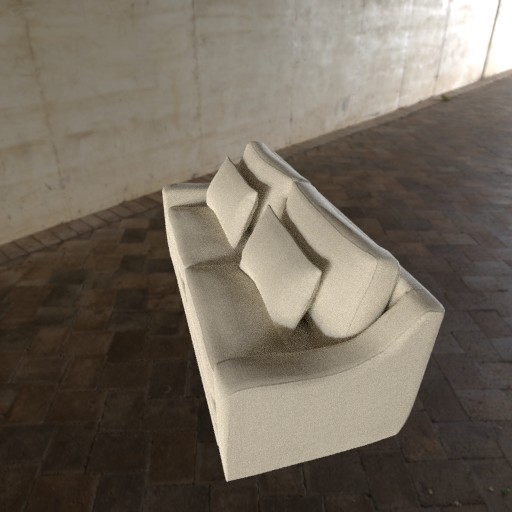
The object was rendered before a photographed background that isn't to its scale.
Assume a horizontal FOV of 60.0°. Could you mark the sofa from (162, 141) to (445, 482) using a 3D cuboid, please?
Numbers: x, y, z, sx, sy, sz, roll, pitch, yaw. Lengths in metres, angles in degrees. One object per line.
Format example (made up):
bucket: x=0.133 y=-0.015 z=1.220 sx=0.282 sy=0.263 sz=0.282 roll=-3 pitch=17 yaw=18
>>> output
sofa: x=0.000 y=0.000 z=2.955 sx=1.009 sy=1.022 sz=2.470 roll=-8 pitch=31 yaw=-14
